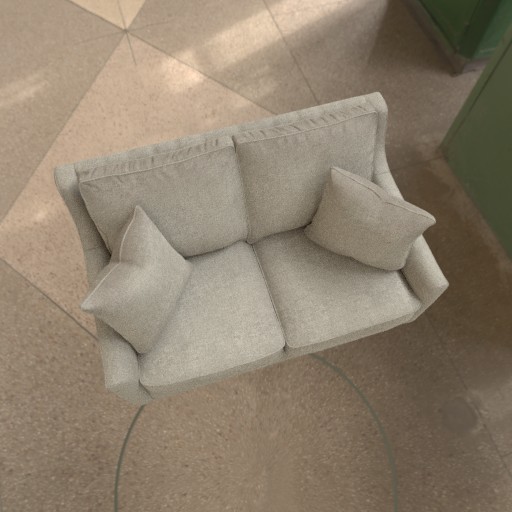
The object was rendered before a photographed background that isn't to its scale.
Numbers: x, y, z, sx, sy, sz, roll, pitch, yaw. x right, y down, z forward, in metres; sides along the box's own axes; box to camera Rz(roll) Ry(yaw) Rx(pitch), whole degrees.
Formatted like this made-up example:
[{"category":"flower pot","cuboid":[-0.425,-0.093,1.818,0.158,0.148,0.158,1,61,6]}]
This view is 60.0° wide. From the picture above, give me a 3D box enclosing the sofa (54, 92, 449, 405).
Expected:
[{"category":"sofa","cuboid":[0.000,0.000,1.956,1.422,0.863,0.915,-15,64,-8]}]
